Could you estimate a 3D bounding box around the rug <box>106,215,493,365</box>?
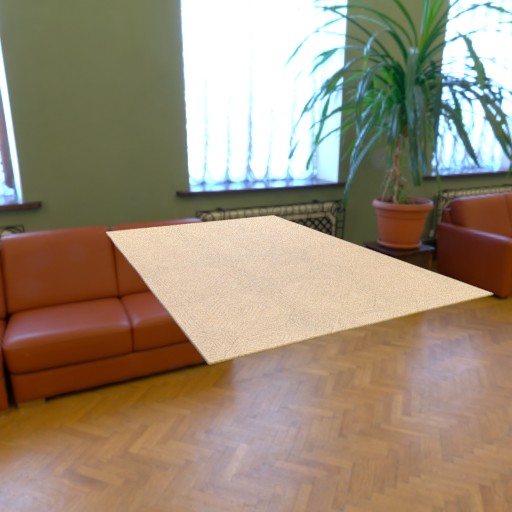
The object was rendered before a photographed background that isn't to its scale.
[{"bbox_3d":[0.000,0.000,2.313,1.236,0.009,1.839,-8,18,-26],"label":"rug"}]
